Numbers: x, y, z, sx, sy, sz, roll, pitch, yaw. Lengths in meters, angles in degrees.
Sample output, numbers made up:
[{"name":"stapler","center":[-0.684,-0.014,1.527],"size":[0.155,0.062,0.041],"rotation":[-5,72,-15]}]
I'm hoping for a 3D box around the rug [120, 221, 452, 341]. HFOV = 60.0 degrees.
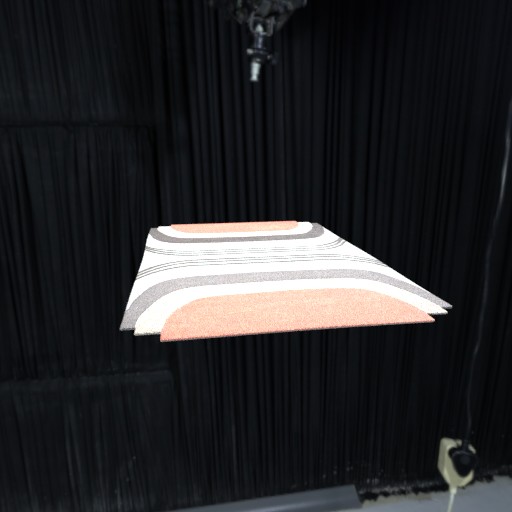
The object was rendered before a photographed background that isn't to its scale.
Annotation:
[{"name":"rug","center":[0.000,0.000,3.009],"size":[1.530,0.017,2.446],"rotation":[-2,15,-9]}]
